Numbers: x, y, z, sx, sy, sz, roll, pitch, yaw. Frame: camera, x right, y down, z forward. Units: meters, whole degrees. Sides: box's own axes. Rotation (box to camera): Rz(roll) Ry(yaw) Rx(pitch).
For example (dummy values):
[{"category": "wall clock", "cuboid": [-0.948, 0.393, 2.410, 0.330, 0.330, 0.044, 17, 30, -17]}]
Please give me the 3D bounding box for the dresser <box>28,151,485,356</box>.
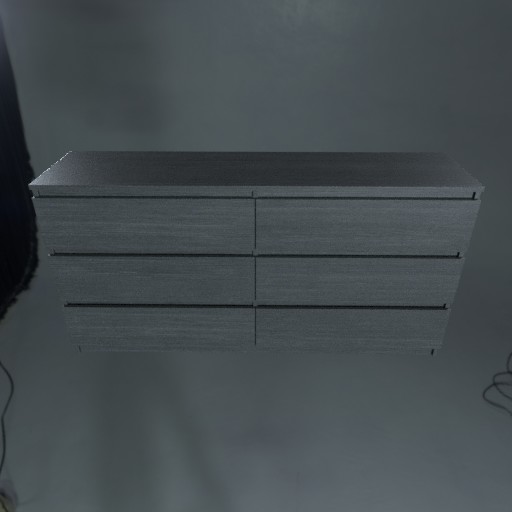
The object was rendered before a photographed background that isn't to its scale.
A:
[{"category": "dresser", "cuboid": [0.000, 0.000, 1.915, 1.590, 0.795, 0.400, 0, 30, 1]}]
